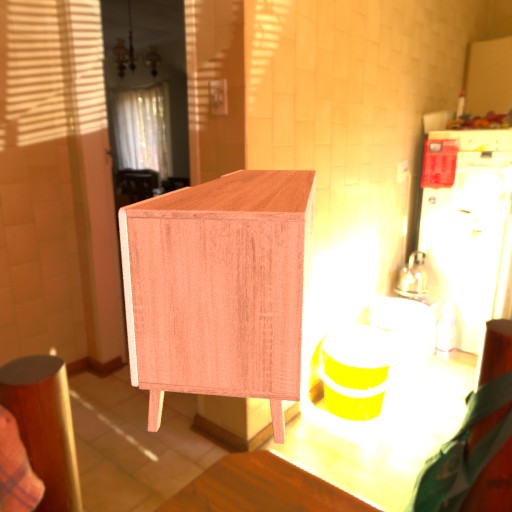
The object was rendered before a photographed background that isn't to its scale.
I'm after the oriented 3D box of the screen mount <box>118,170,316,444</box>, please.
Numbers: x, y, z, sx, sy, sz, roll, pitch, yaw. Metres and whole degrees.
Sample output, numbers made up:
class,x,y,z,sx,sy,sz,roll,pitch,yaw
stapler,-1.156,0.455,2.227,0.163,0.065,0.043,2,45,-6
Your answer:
class,x,y,z,sx,sy,sz,roll,pitch,yaw
screen mount,0.000,0.000,1.710,0.420,0.570,1.500,2,14,8
